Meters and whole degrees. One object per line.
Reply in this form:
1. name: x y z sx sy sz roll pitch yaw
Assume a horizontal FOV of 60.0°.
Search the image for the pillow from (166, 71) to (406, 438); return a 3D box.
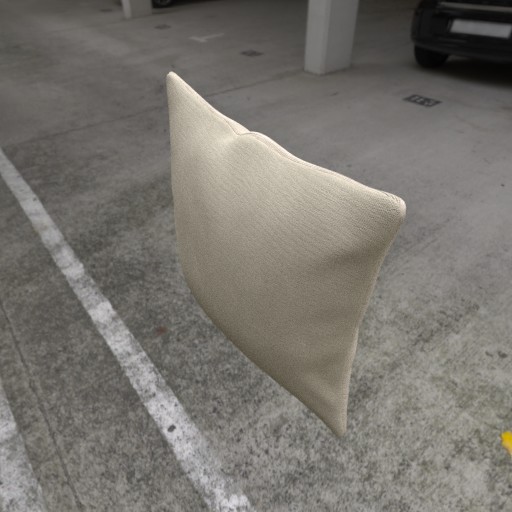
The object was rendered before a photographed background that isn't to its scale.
1. pillow: 0.000 0.000 0.655 0.162 0.420 0.437 -26 47 -27
